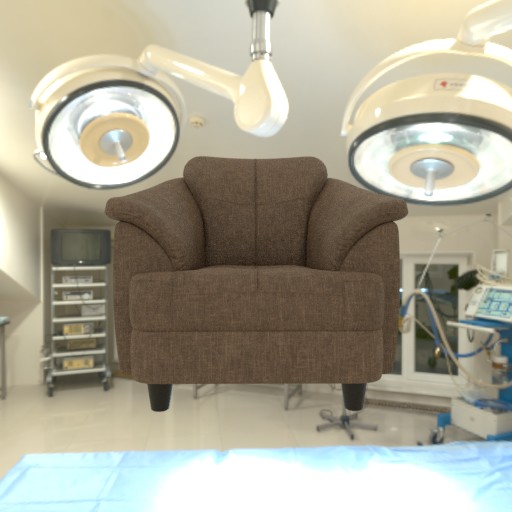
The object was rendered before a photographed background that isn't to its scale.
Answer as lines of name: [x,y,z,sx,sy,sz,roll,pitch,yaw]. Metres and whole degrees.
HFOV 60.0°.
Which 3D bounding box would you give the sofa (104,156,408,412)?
sofa: [0.000,0.000,1.509,0.870,0.811,0.794,0,0,-1]
